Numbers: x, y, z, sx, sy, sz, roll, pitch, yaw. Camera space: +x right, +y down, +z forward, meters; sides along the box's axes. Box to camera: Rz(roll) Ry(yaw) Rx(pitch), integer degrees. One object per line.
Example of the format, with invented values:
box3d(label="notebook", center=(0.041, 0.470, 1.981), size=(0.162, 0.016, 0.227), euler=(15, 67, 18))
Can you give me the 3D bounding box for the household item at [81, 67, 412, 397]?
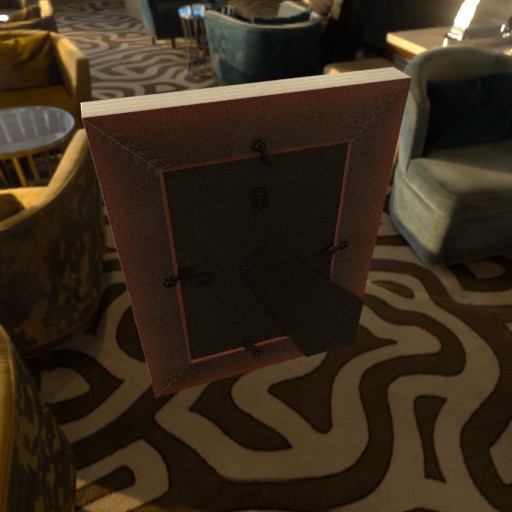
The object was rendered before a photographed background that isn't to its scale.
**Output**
box3d(label="household item", center=(0.000, 0.000, 0.288), size=(0.165, 0.216, 0.025), euler=(-12, 42, -14))
